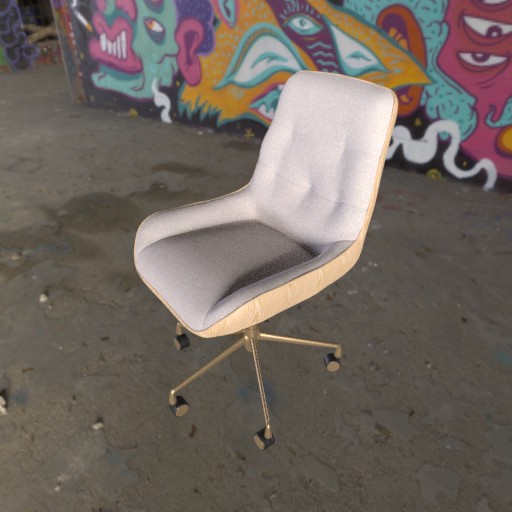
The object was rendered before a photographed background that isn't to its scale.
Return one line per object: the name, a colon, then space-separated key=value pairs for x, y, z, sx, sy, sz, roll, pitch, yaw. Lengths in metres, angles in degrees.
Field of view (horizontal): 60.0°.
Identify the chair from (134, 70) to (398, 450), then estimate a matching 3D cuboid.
chair: x=0.000 y=0.000 z=1.323 sx=0.668 sy=0.952 sz=0.564 roll=-21 pitch=38 yaw=-30
